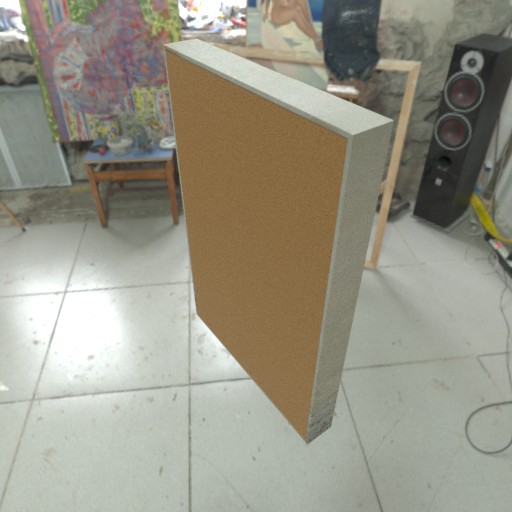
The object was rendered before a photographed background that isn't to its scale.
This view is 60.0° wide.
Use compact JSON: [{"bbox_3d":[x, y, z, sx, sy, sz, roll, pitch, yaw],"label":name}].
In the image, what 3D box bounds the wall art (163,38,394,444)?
[{"bbox_3d":[0.000,0.000,0.481,0.038,0.381,0.254,-25,46,-27],"label":"wall art"}]
